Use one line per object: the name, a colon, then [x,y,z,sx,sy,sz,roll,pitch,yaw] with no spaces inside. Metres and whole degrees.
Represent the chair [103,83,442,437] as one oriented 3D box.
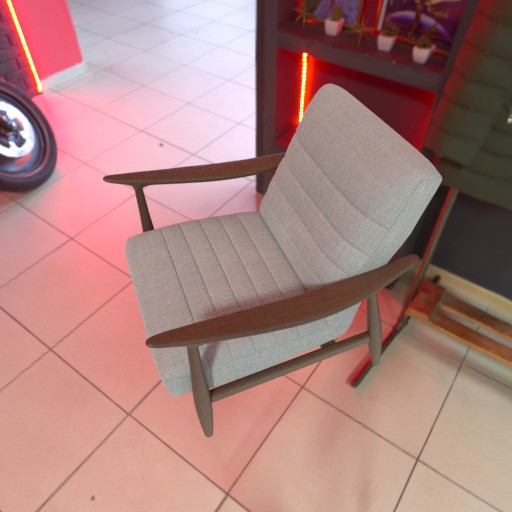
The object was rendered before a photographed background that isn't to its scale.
chair: [0.000,0.000,1.447,0.798,0.832,0.741,-16,48,-15]
